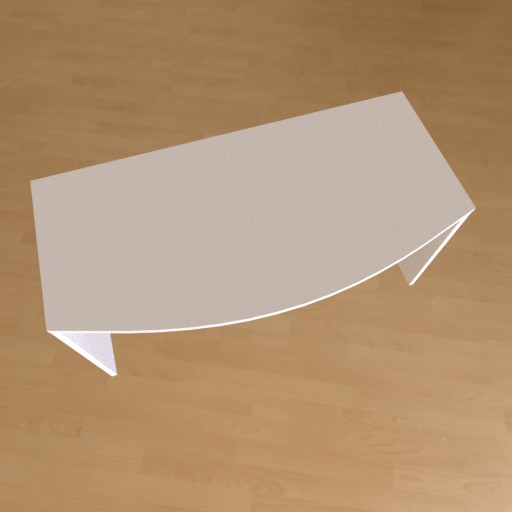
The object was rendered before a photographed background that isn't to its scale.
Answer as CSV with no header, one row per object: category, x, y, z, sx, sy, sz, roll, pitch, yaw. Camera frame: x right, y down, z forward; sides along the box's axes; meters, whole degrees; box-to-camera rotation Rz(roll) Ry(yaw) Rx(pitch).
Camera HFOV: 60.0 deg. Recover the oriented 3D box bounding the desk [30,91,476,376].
desk,0.000,0.000,2.007,1.600,0.750,0.802,-16,65,-8
